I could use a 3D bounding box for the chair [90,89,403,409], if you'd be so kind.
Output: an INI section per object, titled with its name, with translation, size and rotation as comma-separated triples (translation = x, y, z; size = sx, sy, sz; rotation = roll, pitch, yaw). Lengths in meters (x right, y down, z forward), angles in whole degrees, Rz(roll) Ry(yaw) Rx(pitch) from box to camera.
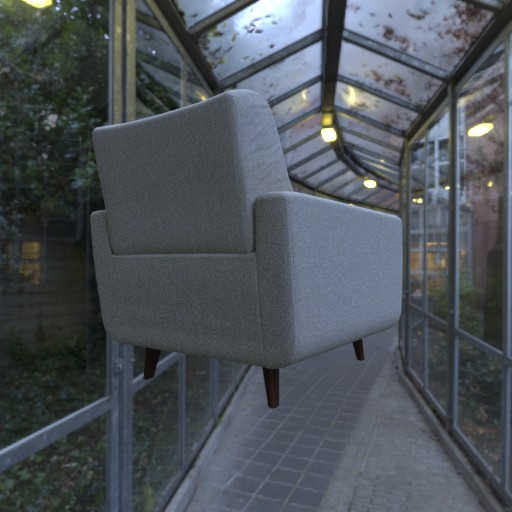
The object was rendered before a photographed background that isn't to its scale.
[chair]
translation = 0.000, 0.000, 1.832
size = 0.897, 0.965, 1.128
rotation = 0, -1, 35
